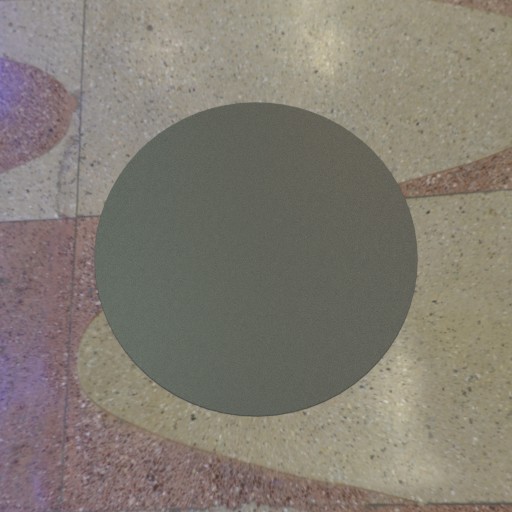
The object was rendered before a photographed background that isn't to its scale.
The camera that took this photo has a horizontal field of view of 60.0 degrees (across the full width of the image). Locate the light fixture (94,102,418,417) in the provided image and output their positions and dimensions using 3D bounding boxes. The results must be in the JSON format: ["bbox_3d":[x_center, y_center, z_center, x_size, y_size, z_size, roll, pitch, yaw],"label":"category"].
[{"bbox_3d":[0.000,0.000,0.551,0.368,0.100,0.368,0,76,0],"label":"light fixture"}]
